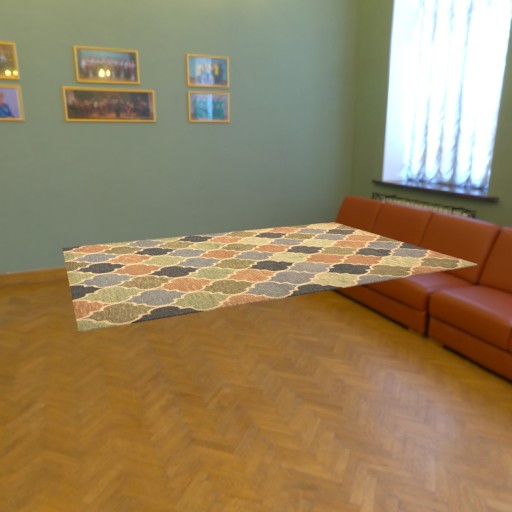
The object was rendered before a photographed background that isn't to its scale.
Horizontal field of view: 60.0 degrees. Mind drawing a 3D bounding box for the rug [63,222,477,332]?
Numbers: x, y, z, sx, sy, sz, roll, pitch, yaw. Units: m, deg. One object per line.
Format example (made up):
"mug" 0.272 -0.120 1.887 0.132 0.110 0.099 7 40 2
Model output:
"rug" 0.000 0.000 2.330 1.828 0.006 1.216 -7 17 -24
